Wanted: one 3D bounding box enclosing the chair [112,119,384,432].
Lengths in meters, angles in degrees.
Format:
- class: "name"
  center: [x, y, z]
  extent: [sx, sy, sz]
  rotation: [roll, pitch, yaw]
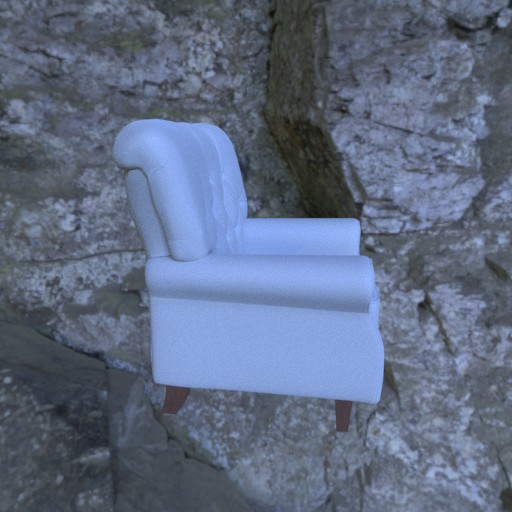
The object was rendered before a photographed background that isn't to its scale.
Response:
- class: "chair"
  center: [0.000, 0.000, 2.071]
  extent: [1.128, 1.217, 1.090]
  rotation: [2, 15, 9]
